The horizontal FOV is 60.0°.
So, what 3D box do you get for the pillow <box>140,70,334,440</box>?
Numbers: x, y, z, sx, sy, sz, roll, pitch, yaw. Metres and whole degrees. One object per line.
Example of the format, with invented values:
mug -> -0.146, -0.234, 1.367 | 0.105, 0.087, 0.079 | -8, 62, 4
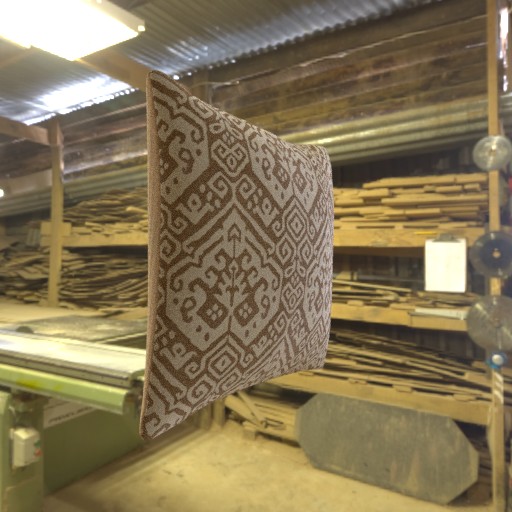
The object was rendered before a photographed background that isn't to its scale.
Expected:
pillow -> 0.000, 0.000, 0.647 | 0.173, 0.407, 0.419 | -1, -1, 36
